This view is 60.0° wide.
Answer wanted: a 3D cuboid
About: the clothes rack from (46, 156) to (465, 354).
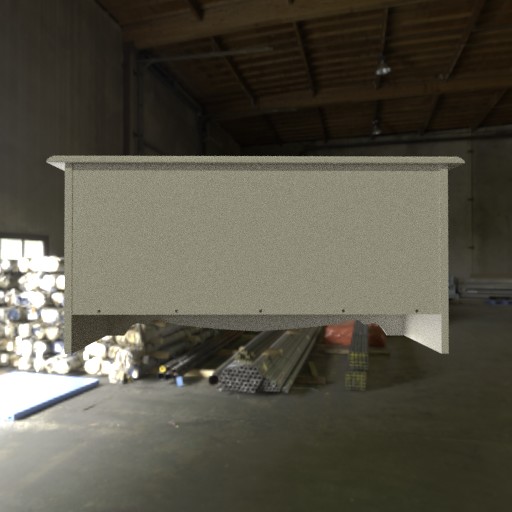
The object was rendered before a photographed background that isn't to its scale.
[{"bbox_3d":[0.000,0.000,1.346,1.120,0.531,0.324,0,-1,-1],"label":"clothes rack"}]
